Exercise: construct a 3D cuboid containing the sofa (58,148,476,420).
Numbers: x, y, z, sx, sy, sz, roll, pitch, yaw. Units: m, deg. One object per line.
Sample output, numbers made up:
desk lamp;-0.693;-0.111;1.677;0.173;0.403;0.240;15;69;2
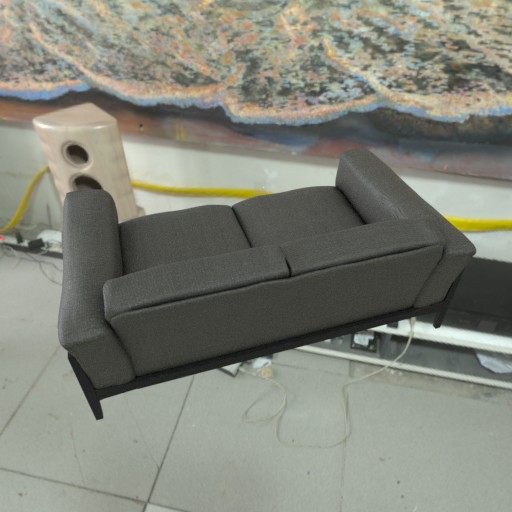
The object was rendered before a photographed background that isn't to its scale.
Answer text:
sofa;0.000;0.000;2.146;1.690;0.656;0.960;-12;42;-13
